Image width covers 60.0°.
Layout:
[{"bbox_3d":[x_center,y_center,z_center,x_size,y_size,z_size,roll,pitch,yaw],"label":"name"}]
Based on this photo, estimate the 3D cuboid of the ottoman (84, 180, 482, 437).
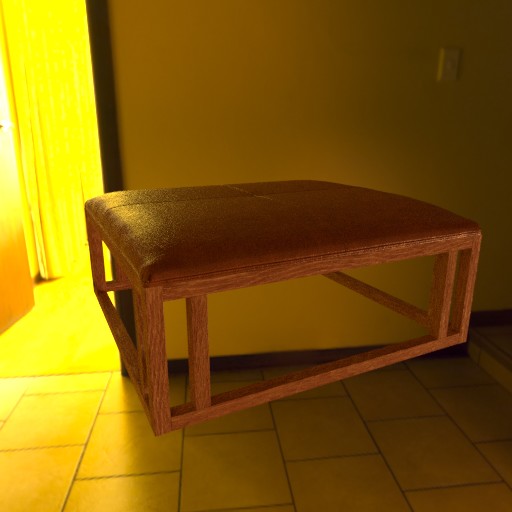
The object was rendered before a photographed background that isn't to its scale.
[{"bbox_3d":[0.000,0.000,1.576,1.016,0.442,1.013,-8,18,-26],"label":"ottoman"}]
